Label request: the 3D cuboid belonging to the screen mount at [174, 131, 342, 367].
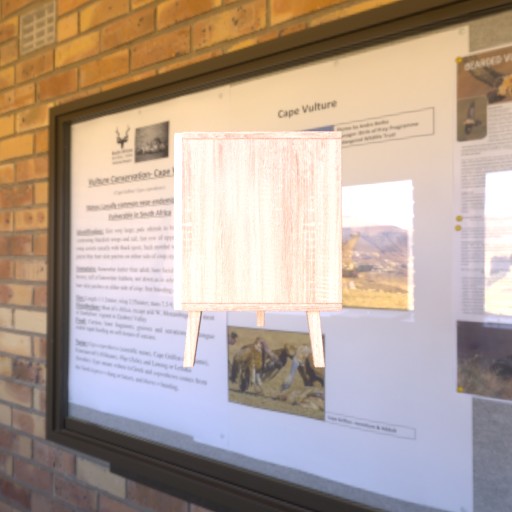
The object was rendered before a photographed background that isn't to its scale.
[{"bbox_3d":[0.000,0.000,1.803,0.420,0.570,1.500,0,-1,0],"label":"screen mount"}]
